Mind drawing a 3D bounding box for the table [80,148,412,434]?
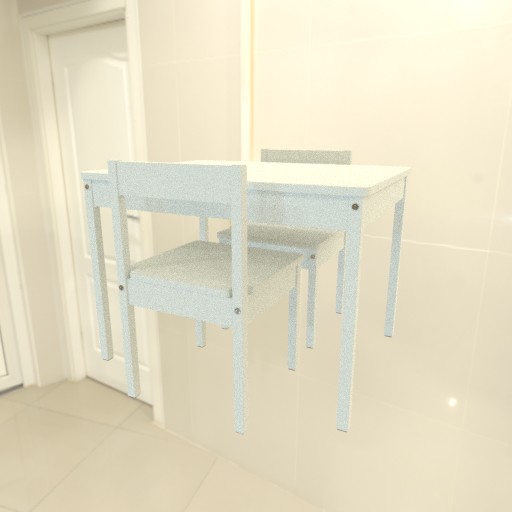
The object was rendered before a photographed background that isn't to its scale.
[{"bbox_3d":[0.000,0.000,1.120,0.650,0.503,0.672,8,17,26],"label":"table"}]
